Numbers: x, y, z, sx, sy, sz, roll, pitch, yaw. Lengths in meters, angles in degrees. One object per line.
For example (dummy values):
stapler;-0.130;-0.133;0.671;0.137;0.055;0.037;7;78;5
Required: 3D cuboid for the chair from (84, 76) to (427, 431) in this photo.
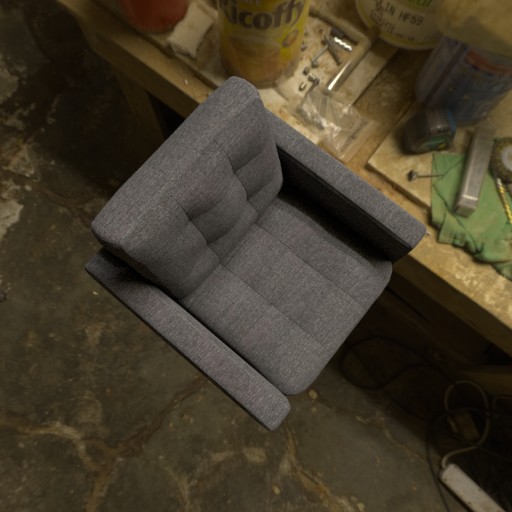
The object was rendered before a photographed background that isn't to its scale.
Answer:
chair;0.000;0.000;1.548;0.843;0.880;0.821;39;80;8
